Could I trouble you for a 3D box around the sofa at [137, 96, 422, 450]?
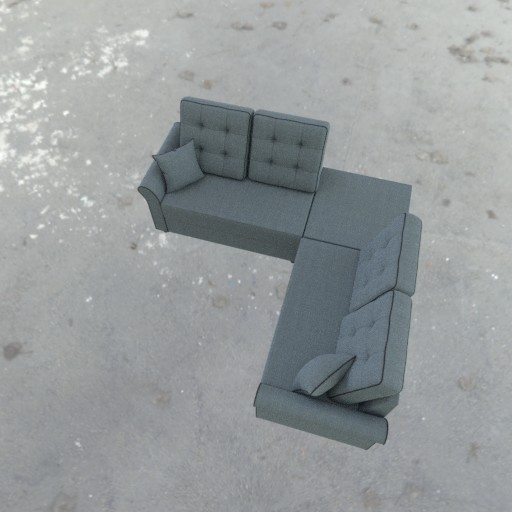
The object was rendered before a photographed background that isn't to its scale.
[{"bbox_3d":[0.000,0.000,3.190,2.068,0.988,2.070,14,59,9],"label":"sofa"}]
